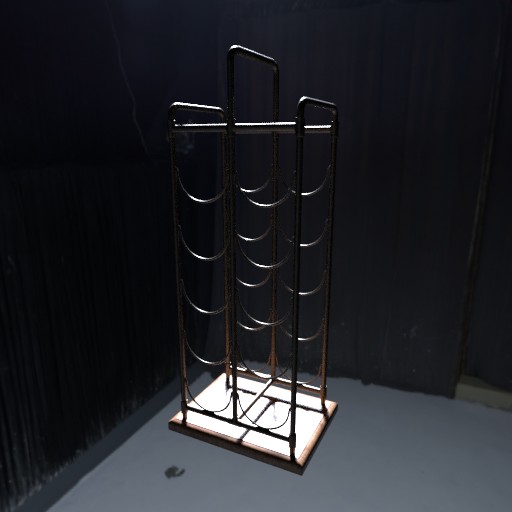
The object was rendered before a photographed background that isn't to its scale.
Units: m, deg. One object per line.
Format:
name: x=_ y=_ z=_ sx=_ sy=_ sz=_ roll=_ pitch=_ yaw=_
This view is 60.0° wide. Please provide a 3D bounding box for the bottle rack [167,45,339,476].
bottle rack: x=0.000 y=0.000 z=0.803 sx=0.276 sy=0.680 sz=0.208 roll=7 pitch=16 yaw=26
